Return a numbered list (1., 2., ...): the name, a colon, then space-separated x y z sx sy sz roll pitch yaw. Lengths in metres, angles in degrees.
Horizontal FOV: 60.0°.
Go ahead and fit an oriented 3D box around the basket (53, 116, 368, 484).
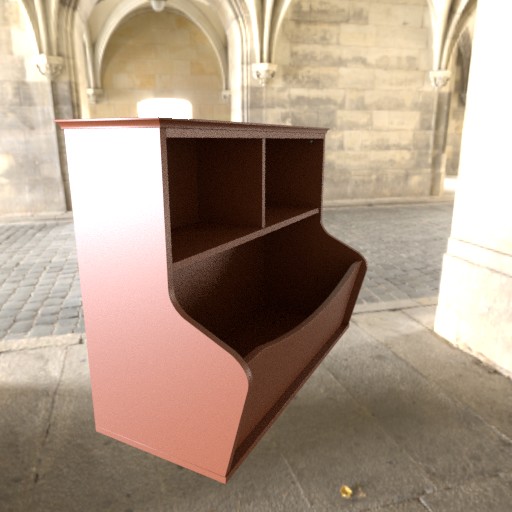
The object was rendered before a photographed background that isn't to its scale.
1. basket: 0.000 0.000 1.099 0.376 0.625 0.792 8 17 27
